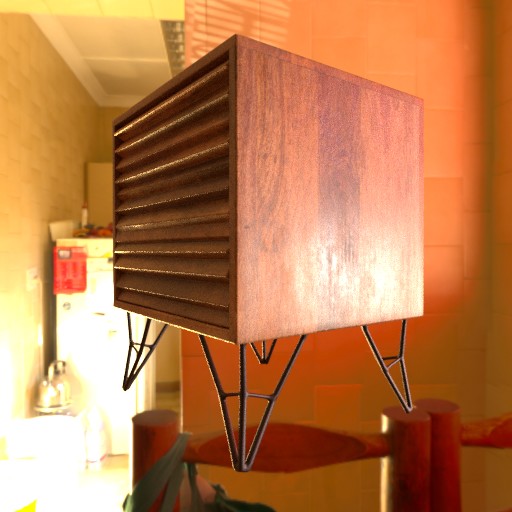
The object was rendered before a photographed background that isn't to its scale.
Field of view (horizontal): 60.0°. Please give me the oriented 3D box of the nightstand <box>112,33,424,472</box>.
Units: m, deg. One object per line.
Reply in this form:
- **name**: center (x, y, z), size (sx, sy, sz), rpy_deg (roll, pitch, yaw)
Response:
- **nightstand**: center (0.000, 0.000, 0.851), size (0.406, 0.559, 0.457), rpy_deg (0, 1, -37)
